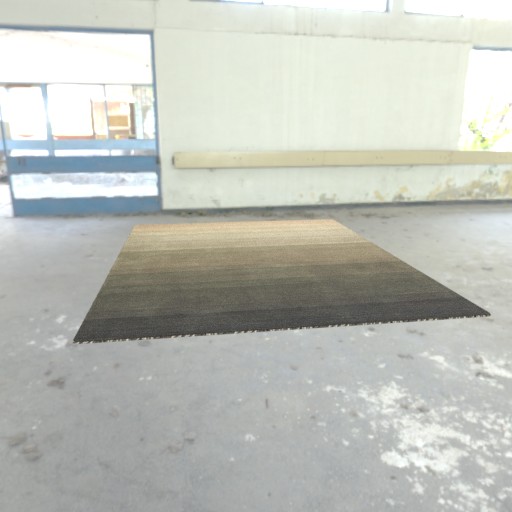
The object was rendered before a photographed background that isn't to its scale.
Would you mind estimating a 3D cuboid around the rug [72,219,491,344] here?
[{"bbox_3d":[0.000,0.000,3.746,2.305,0.017,2.902,-2,16,-8],"label":"rug"}]
